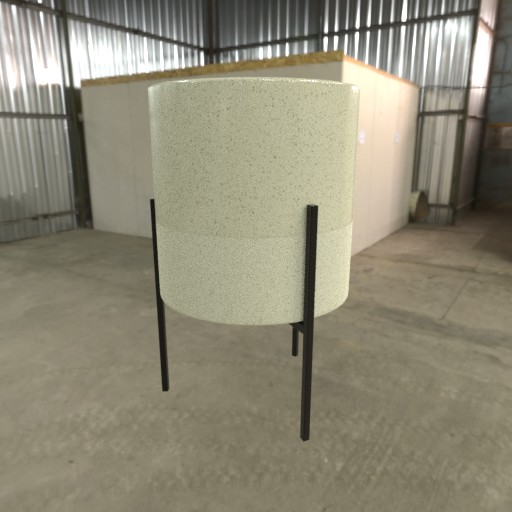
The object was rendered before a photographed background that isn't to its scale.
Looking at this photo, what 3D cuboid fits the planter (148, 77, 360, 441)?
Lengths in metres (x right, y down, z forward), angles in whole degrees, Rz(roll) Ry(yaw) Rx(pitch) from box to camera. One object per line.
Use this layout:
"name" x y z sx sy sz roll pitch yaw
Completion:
"planter" 0.000 0.000 0.549 0.234 0.390 0.243 -8 18 -27
